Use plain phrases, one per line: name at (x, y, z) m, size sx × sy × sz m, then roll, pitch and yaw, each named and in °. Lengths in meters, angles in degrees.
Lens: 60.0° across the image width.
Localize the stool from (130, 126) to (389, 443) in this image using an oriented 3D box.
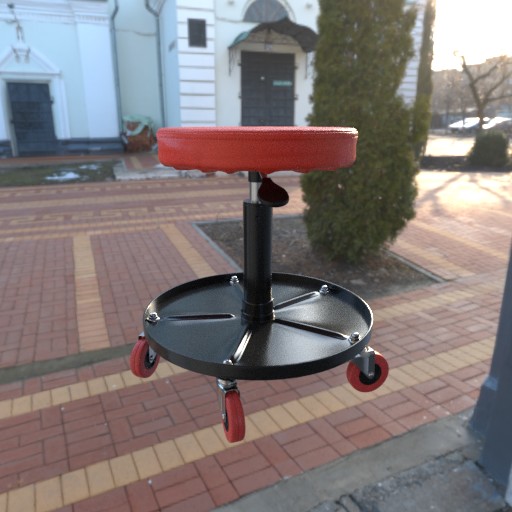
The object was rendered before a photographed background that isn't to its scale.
stool at (0.000, 0.000, 0.655) m, size 0.381 × 0.365 × 0.382 m, roll -3°, pitch 17°, yaw -9°
